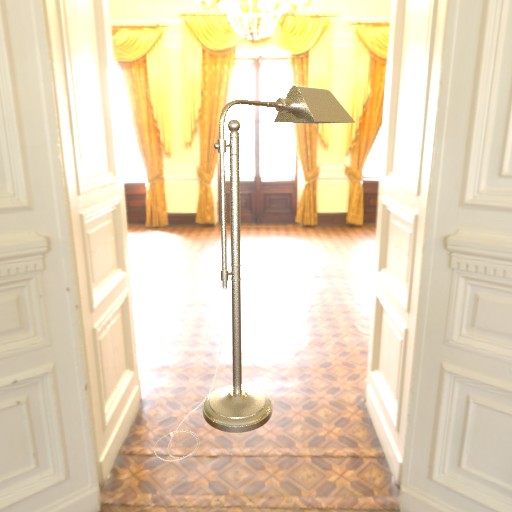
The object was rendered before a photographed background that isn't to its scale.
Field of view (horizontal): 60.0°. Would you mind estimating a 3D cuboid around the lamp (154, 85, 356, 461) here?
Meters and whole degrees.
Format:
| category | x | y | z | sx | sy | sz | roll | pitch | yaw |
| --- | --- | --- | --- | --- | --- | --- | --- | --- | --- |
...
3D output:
| category | x | y | z | sx | sy | sz | roll | pitch | yaw |
| --- | --- | --- | --- | --- | --- | --- | --- | --- | --- |
| lamp | 0.000 | 0.000 | 0.958 | 0.546 | 0.708 | 0.159 | -15 | 21 | -43 |
